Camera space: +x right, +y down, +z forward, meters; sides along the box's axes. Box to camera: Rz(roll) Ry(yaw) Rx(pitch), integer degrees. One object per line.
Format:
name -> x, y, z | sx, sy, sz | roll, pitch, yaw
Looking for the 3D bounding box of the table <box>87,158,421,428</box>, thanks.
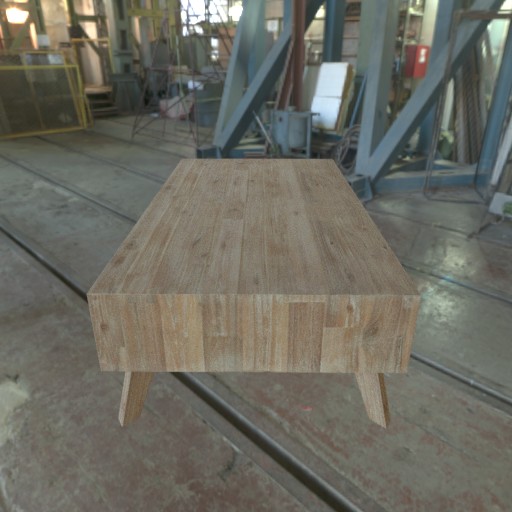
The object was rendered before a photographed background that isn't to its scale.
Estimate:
table -> 0.000, 0.000, 2.044 | 0.918, 0.531, 1.619 | 0, 25, 0
